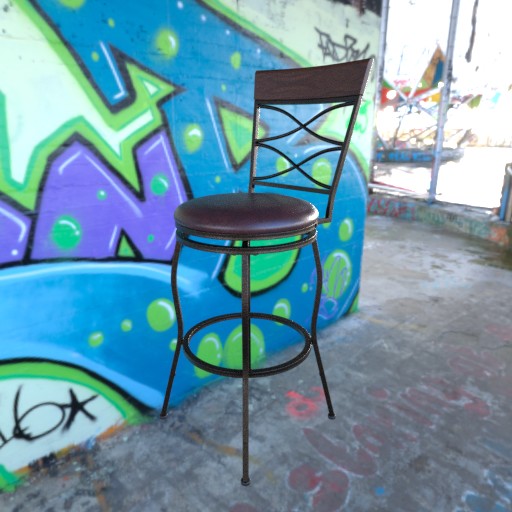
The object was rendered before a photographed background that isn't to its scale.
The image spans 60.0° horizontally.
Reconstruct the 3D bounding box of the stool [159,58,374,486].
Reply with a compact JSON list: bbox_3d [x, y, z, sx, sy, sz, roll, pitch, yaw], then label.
[{"bbox_3d":[0.000,0.000,1.373,0.513,1.130,0.448,-16,23,-43],"label":"stool"}]
